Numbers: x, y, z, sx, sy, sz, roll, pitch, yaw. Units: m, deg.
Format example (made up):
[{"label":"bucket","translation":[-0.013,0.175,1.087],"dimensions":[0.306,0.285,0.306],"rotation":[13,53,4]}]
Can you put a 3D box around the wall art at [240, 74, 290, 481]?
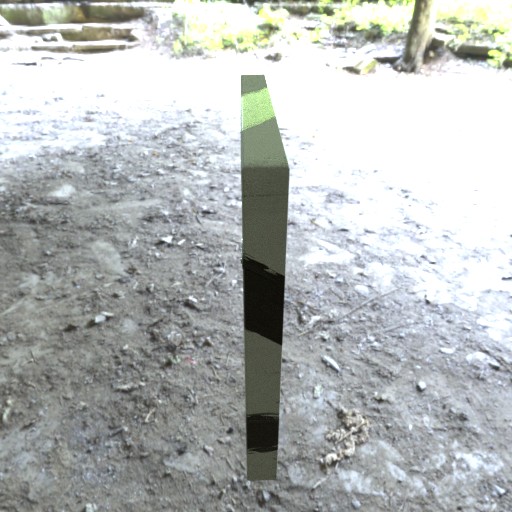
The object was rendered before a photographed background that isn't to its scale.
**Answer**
[{"label":"wall art","translation":[0.000,0.000,0.767],"dimensions":[0.050,0.508,0.507],"rotation":[-1,32,-1]}]
